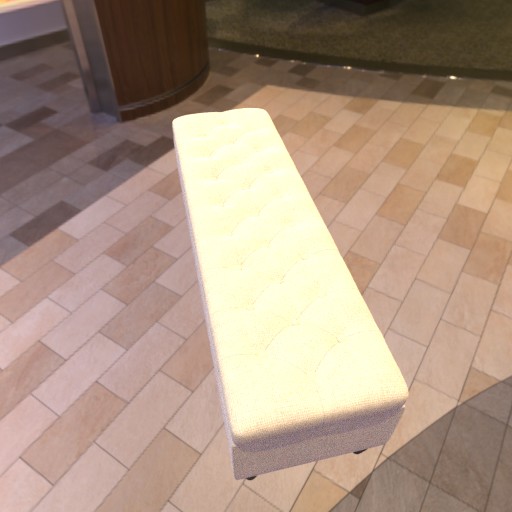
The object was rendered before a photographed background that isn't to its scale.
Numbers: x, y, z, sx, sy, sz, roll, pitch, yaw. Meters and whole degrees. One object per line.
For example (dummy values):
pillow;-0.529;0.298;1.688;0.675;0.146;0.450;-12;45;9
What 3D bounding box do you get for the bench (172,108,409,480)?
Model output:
bench;0.000;0.000;1.670;0.455;0.467;1.480;-9;46;-9
